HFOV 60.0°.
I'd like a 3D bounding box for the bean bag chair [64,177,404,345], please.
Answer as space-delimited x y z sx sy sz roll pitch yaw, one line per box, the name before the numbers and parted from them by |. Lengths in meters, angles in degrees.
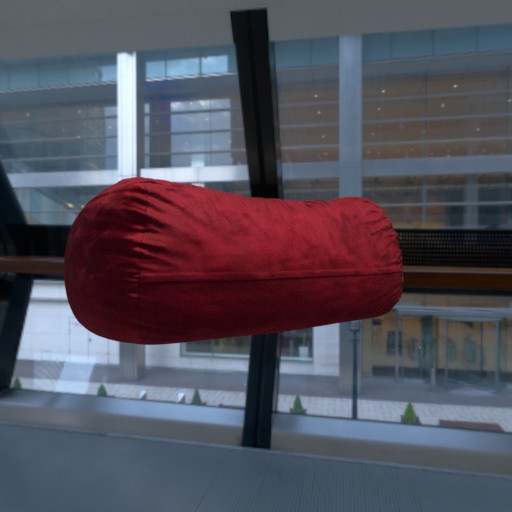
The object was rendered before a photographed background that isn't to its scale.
bean bag chair | 0.000 0.000 2.878 2.293 0.867 1.216 -1 1 -35
